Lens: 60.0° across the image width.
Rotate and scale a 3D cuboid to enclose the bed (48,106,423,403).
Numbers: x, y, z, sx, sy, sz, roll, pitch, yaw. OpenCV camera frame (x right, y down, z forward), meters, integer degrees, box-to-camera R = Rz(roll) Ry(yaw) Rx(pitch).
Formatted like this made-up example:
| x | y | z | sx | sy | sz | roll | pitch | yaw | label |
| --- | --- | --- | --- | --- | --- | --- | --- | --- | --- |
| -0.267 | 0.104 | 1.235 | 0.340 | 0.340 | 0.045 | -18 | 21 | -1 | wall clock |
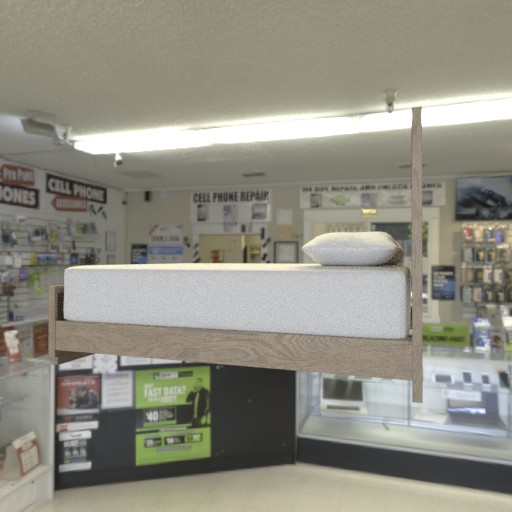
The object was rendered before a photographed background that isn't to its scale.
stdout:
| x | y | z | sx | sy | sz | roll | pitch | yaw | label |
| --- | --- | --- | --- | --- | --- | --- | --- | --- | --- |
| 0.000 | 0.000 | 3.165 | 2.189 | 1.369 | 1.606 | 0 | 0 | 19 | bed |
